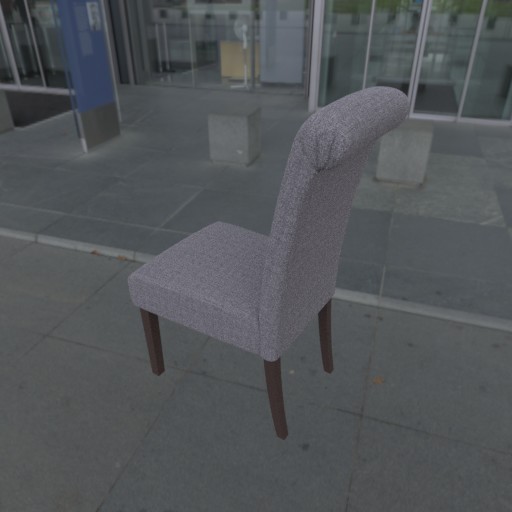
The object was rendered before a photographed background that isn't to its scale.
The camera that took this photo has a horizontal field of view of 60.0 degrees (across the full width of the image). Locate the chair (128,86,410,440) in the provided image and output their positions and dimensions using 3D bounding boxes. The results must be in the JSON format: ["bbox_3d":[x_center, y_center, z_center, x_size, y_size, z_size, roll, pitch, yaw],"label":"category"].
[{"bbox_3d":[0.000,0.000,1.352,0.671,1.006,0.456,19,36,28],"label":"chair"}]
